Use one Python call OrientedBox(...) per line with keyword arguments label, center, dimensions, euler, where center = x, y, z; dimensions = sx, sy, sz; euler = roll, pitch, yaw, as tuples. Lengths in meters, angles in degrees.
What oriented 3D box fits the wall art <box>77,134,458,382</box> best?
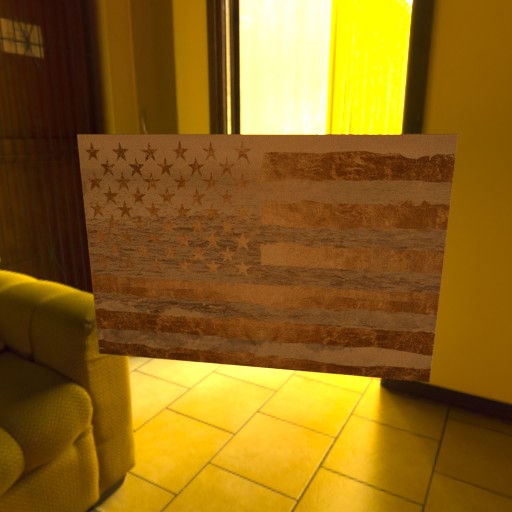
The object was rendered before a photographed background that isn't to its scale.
OrientedBox(label="wall art", center=(0.000, 0.000, 0.768), dimensions=(0.606, 0.407, 0.041), euler=(3, 15, 9))
